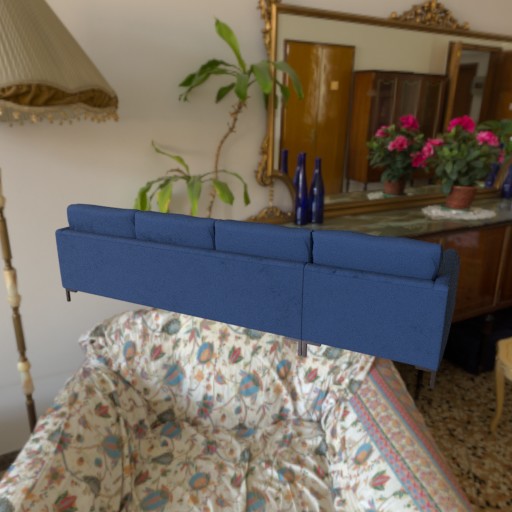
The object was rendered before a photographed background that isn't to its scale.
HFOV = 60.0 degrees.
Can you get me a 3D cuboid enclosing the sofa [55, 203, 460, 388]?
[{"bbox_3d":[0.000,0.000,2.930,2.450,0.679,1.128,8,19,25],"label":"sofa"}]
